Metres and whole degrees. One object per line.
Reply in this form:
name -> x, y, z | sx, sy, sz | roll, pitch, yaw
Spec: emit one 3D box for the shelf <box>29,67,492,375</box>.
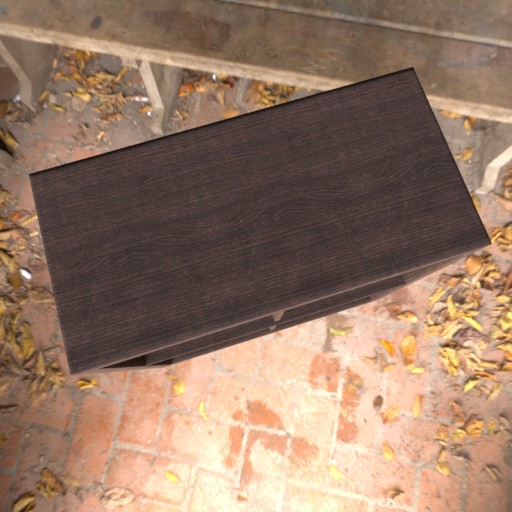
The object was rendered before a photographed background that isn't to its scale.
shelf -> 0.000, 0.000, 1.215 | 0.790, 0.786, 0.390 | -17, 77, -4
